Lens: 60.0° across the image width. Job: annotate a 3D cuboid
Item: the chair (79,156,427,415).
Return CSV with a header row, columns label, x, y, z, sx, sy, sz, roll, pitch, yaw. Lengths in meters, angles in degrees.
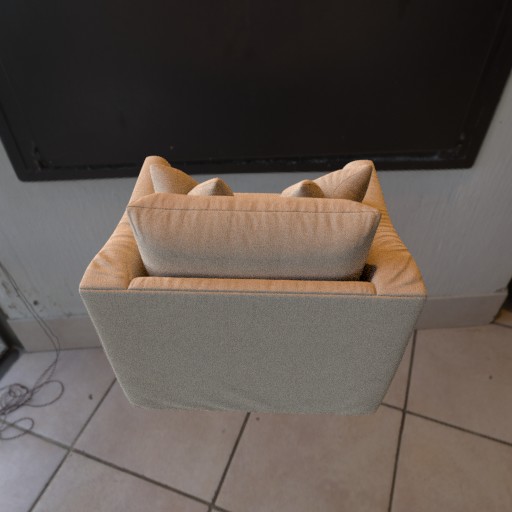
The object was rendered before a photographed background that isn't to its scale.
label,x,y,z,sx,sy,sz,roll,pitch,yaw
chair,0.000,0.000,2.072,1.194,1.093,1.071,1,45,1
